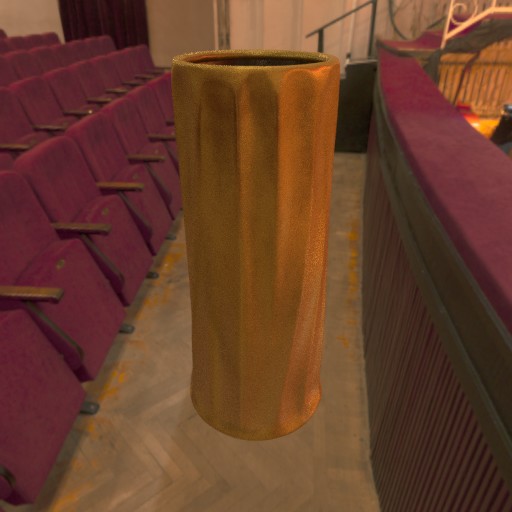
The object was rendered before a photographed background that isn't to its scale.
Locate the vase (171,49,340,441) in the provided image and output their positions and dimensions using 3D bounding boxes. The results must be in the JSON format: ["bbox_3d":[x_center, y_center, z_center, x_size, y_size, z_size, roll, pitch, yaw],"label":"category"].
[{"bbox_3d":[0.000,0.000,0.173,0.061,0.143,0.061,0,30,0],"label":"vase"}]
